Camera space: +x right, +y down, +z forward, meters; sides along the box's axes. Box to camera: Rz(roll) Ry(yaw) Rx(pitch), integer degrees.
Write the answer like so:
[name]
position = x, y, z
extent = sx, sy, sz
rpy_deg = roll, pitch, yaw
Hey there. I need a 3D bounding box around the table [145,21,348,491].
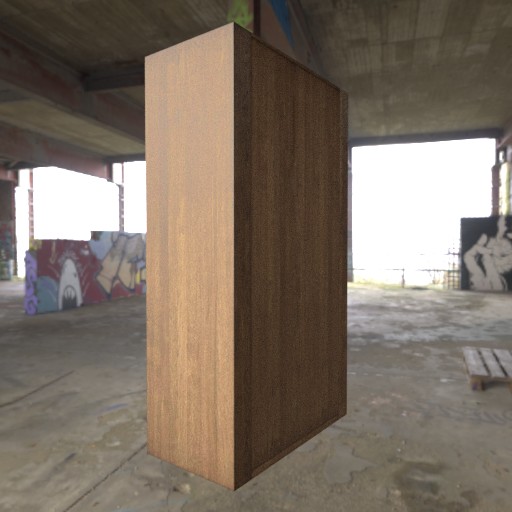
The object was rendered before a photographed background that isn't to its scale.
[table]
position = 0.000, 0.000, 2.504
extent = 0.600, 2.000, 1.100
rpy_deg = 1, 2, 37
